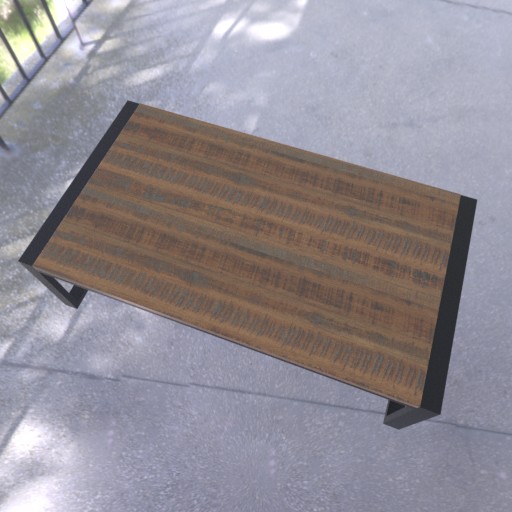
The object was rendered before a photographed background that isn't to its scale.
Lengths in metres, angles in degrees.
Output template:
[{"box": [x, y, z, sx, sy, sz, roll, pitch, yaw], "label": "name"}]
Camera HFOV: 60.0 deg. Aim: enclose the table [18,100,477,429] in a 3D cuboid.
[{"box": [0.000, 0.000, 1.650, 1.350, 0.400, 0.750, 18, 65, 9], "label": "table"}]
